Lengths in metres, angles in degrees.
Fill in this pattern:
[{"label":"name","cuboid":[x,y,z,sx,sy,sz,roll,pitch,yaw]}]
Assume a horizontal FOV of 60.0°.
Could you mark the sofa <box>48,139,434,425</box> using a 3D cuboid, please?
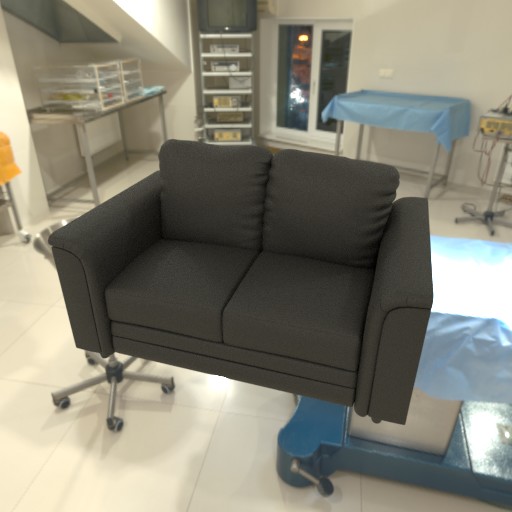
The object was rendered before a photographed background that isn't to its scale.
[{"label":"sofa","cuboid":[0.000,0.000,1.947,1.386,0.845,0.887,9,29,16]}]
